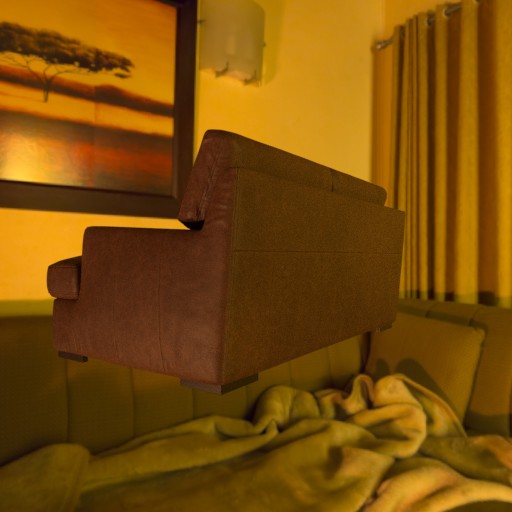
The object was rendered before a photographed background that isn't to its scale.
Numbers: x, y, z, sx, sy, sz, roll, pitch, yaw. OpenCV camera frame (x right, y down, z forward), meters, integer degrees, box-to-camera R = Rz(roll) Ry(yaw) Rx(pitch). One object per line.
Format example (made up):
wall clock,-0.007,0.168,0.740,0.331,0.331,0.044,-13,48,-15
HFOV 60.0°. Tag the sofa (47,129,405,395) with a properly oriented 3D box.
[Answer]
sofa,0.000,0.000,2.479,1.143,0.939,1.880,0,0,35
